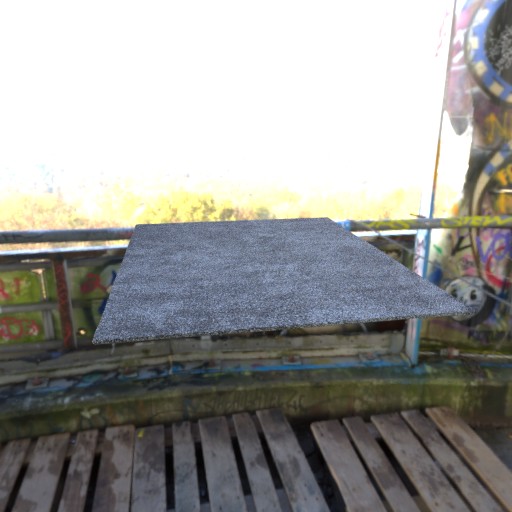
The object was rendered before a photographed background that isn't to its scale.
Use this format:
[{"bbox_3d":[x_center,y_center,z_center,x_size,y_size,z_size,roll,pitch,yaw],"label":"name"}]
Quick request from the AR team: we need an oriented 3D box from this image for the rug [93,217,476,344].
[{"bbox_3d":[0.000,0.000,4.102,2.401,0.025,3.000,-3,17,-10],"label":"rug"}]
